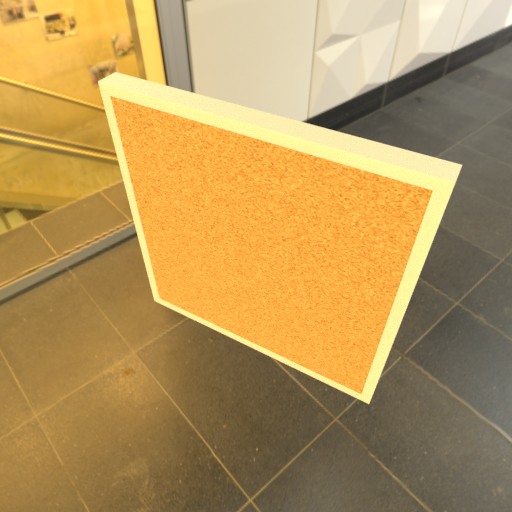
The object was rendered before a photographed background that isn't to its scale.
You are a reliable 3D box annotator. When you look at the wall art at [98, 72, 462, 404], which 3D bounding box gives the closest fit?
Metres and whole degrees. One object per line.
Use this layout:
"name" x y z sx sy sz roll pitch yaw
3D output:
"wall art" 0.000 0.000 0.749 0.506 0.505 0.038 22 49 20
